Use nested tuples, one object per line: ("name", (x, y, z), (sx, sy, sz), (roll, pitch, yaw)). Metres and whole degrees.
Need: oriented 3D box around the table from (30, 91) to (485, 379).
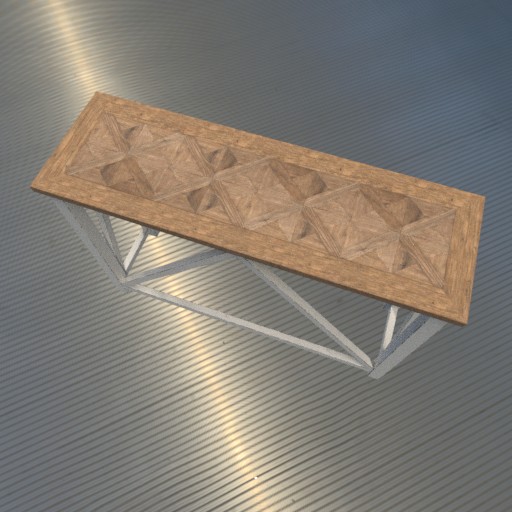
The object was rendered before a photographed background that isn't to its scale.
("table", (0.000, 0.000, 1.843), (1.400, 0.930, 0.450), (17, 65, 9))
